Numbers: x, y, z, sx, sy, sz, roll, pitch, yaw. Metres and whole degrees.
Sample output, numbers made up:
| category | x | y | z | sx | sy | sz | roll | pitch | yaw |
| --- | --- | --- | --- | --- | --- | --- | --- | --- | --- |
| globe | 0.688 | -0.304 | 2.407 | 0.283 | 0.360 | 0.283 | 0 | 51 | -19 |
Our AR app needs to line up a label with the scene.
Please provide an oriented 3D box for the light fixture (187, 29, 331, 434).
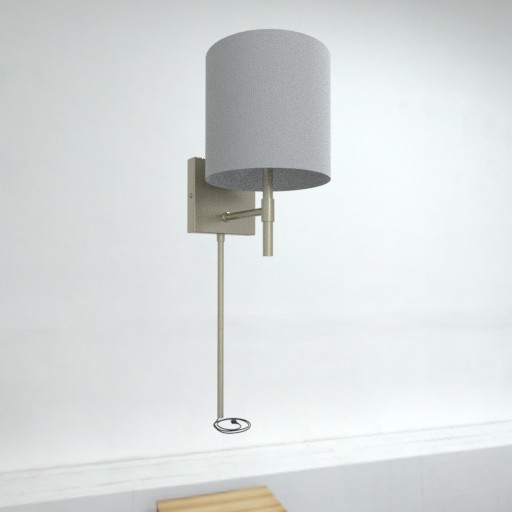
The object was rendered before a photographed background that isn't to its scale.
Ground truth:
| category | x | y | z | sx | sy | sz | roll | pitch | yaw |
| --- | --- | --- | --- | --- | --- | --- | --- | --- | --- |
| light fixture | 0.000 | 0.000 | 0.691 | 0.188 | 0.589 | 0.248 | 1 | -1 | -37 |
